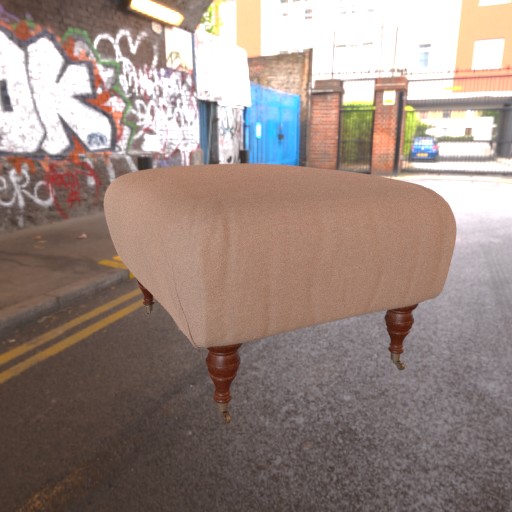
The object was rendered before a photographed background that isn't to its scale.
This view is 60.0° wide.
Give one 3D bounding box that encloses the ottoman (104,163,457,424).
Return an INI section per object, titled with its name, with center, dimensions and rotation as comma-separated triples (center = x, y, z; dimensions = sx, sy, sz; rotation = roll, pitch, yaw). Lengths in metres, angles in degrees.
[ottoman]
center = 0.000, 0.000, 1.131
dimensions = 0.639, 0.450, 0.746
rotation = -7, 16, -26
